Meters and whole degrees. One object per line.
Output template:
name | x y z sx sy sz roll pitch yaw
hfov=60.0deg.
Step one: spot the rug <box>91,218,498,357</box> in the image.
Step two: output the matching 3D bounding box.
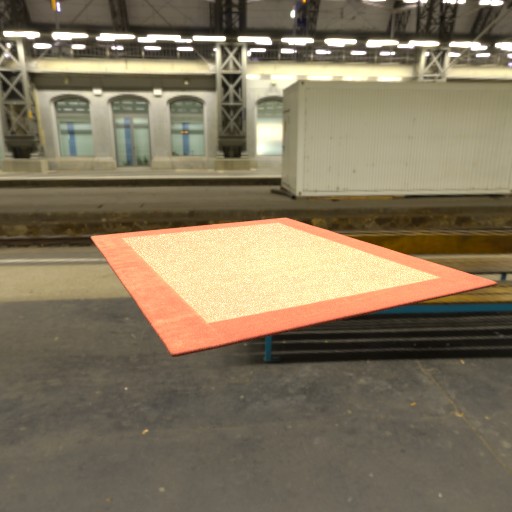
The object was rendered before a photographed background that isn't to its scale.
rug | 0.000 0.000 3.951 2.430 0.018 2.976 -8 17 -26
